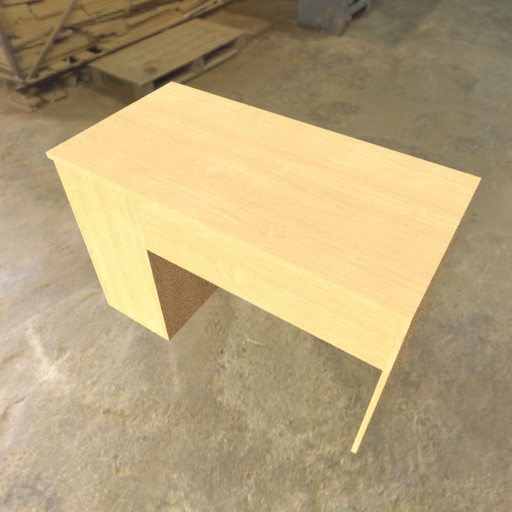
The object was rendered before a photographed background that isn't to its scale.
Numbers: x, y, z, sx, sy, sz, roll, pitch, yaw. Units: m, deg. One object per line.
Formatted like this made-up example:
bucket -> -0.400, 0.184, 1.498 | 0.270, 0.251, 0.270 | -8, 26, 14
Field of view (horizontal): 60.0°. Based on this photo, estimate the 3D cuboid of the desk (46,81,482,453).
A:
desk -> 0.000, 0.000, 1.509 | 1.097, 0.735, 0.560 | 25, 51, 22
